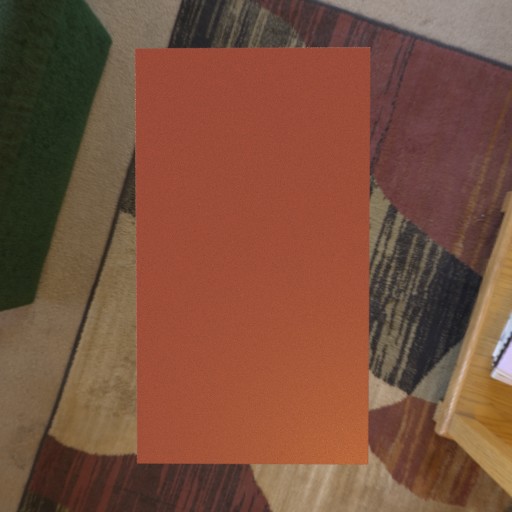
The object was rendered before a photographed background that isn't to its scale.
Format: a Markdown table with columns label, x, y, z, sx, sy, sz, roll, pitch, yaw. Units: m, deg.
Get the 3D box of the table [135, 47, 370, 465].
| label | x | y | z | sx | sy | sz | roll | pitch | yaw |
| --- | --- | --- | --- | --- | --- | --- | --- | --- | --- |
| table | 0.000 | 0.000 | 1.383 | 0.612 | 0.493 | 1.068 | 0 | 91 | 1 |
